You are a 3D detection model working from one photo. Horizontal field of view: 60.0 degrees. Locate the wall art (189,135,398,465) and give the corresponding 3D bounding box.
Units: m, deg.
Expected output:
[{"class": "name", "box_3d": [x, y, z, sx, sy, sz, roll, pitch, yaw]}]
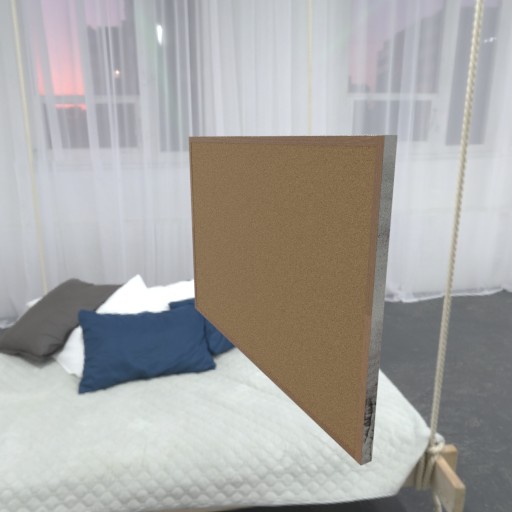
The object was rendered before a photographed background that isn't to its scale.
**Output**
[{"class": "wall art", "box_3d": [0.000, 0.000, 1.451, 0.035, 0.758, 1.141, -8, 17, -27]}]
